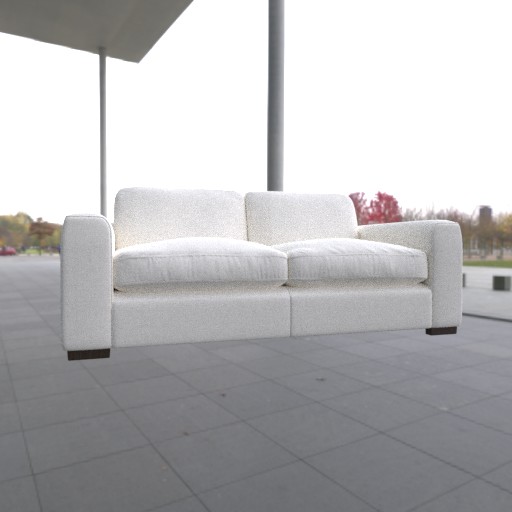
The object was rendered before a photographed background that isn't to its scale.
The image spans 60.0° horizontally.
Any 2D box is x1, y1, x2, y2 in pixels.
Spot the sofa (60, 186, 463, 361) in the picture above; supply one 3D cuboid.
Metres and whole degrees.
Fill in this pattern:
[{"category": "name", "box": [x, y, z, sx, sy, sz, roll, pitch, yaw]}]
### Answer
[{"category": "sofa", "box": [0.000, 0.000, 2.482, 1.920, 0.801, 1.069, 0, 1, -17]}]
